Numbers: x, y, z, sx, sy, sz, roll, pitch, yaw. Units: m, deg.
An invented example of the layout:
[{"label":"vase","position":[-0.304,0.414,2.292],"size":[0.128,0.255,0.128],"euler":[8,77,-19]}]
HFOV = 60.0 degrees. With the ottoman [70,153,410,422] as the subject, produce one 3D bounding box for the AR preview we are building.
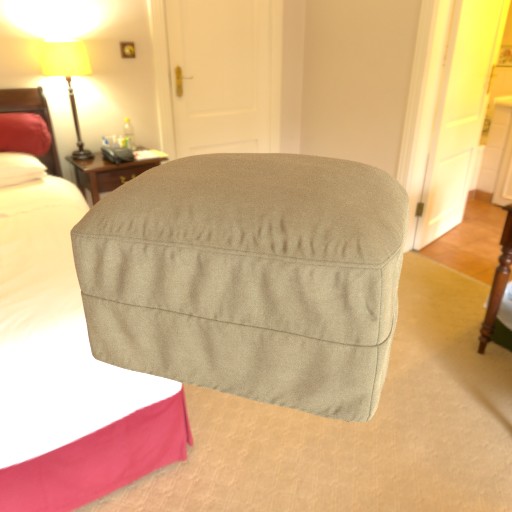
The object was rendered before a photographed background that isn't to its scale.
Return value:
[{"label":"ottoman","position":[0.000,0.000,1.119],"size":[0.712,0.480,0.584],"euler":[9,27,17]}]
